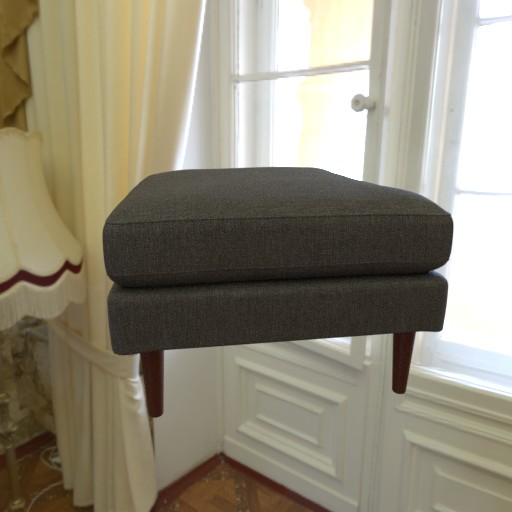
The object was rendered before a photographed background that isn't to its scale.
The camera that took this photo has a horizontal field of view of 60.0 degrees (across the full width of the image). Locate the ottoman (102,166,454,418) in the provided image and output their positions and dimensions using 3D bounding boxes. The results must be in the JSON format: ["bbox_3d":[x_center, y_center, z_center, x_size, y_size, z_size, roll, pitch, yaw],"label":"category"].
[{"bbox_3d":[0.000,0.000,1.254,0.693,0.474,0.821,-2,15,-9],"label":"ottoman"}]
